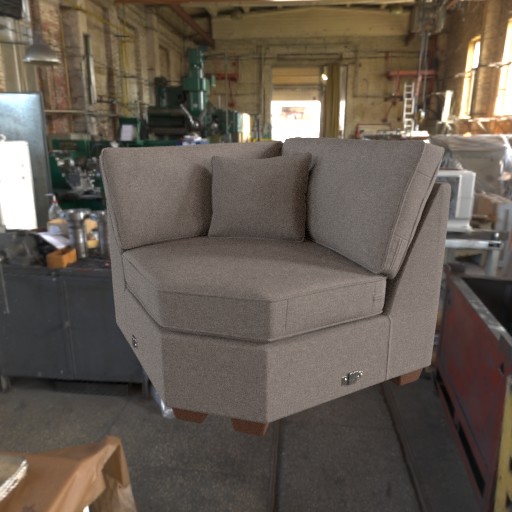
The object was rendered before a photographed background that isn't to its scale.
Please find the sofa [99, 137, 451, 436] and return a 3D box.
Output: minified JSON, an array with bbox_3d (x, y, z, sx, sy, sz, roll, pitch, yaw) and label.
[{"bbox_3d":[0.000,0.000,1.840,1.050,0.951,1.042,-8,17,-27],"label":"sofa"}]
